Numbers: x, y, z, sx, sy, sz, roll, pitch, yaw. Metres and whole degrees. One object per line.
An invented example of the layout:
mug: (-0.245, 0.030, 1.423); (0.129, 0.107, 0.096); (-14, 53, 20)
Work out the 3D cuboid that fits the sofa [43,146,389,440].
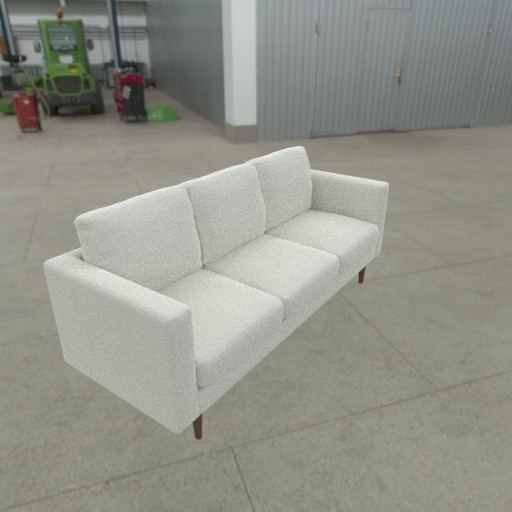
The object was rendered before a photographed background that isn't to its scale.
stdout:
sofa: (0.000, 0.000, 2.515); (0.802, 0.912, 2.029); (17, 31, 32)
